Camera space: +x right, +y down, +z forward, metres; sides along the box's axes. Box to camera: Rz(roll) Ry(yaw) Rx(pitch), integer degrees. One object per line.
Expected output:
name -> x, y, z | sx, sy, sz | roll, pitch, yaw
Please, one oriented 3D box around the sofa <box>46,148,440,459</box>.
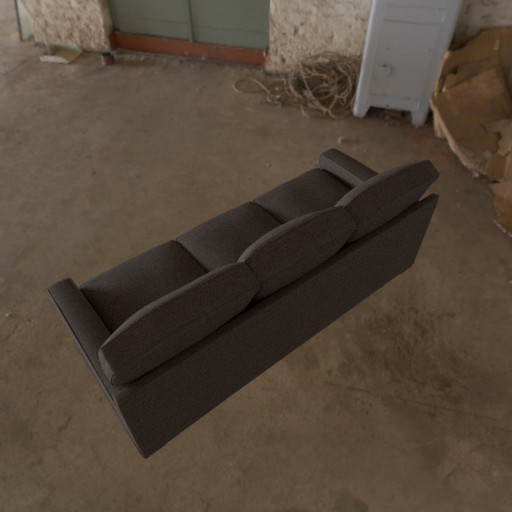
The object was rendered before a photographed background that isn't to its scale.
sofa -> 0.000, 0.000, 2.886 | 2.369, 0.978, 1.004 | -30, 54, -25
